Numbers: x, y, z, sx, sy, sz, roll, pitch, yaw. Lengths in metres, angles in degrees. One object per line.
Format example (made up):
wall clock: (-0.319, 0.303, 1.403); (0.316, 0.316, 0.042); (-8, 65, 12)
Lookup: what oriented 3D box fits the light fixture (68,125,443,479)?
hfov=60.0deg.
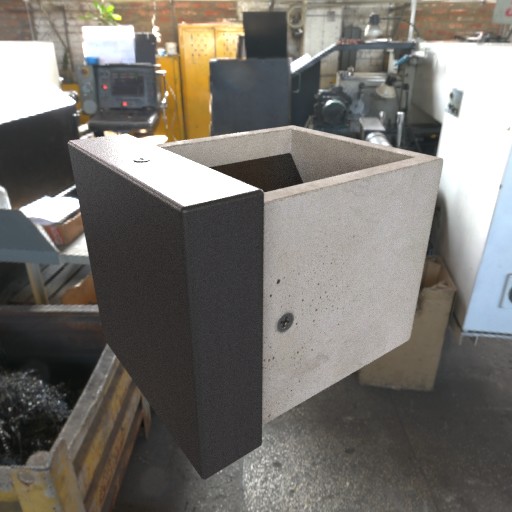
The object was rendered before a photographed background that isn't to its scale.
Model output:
light fixture: (0.000, 0.000, 0.239); (0.143, 0.121, 0.121); (-18, 31, -32)
